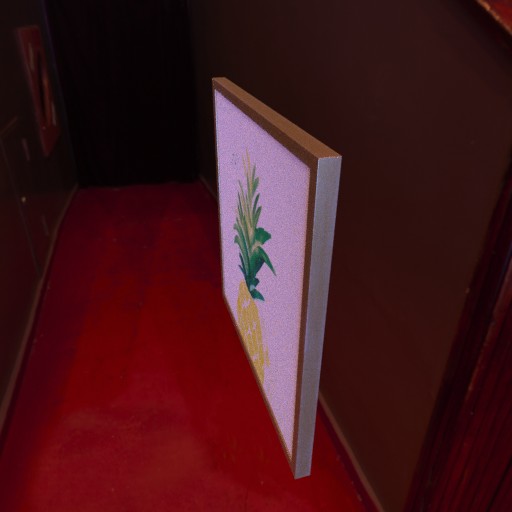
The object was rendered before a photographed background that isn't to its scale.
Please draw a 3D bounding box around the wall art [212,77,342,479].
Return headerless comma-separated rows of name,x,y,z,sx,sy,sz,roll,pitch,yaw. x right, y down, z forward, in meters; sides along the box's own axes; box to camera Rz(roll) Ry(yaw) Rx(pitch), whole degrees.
wall art,0.000,0.000,1.151,0.037,0.760,0.762,-8,31,-14
